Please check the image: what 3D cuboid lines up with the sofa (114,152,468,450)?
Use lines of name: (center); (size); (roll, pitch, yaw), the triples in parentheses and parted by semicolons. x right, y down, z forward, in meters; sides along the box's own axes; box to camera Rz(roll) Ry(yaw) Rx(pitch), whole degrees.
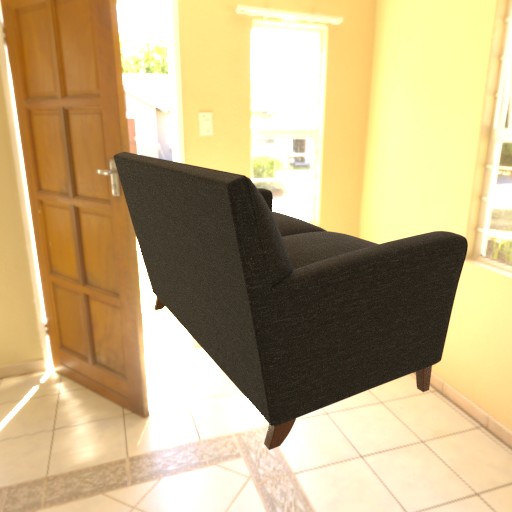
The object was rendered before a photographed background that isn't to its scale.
sofa: (0.000, 0.000, 1.928); (0.875, 0.846, 1.420); (-8, 18, -27)
